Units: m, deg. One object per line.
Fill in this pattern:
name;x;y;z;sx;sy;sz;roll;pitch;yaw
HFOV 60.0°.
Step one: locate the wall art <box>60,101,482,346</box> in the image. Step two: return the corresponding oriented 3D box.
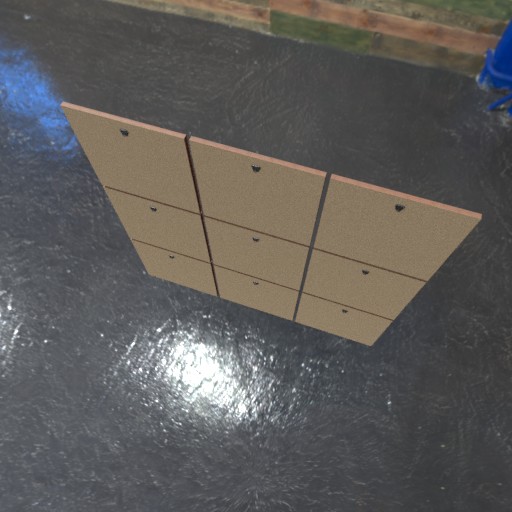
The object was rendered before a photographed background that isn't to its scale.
wall art;0.000;0.000;1.312;0.906;0.904;0.018;17;65;8
